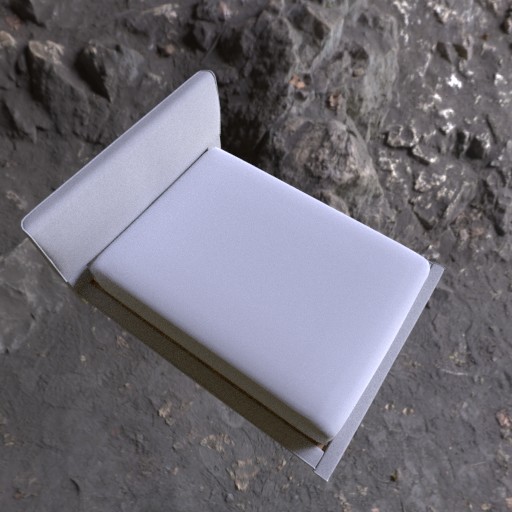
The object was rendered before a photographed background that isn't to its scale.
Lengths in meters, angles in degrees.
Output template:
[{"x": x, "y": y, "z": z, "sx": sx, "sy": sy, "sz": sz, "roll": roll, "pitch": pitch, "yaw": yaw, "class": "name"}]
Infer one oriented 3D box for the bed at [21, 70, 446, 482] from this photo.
[{"x": 0.000, "y": 0.000, "z": 3.179, "sx": 2.368, "sy": 1.067, "sz": 1.840, "roll": 31, "pitch": 64, "yaw": 17, "class": "bed"}]
